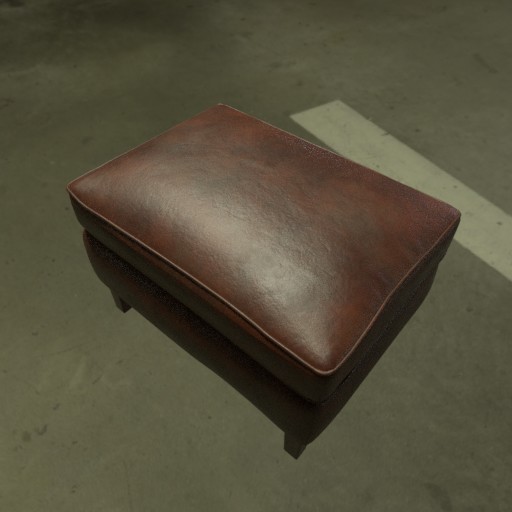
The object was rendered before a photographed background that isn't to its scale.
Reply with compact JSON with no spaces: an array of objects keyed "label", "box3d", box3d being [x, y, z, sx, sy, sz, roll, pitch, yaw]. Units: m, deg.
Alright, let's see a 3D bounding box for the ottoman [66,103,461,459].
[{"label":"ottoman","box3d":[0.000,0.000,0.982,0.665,0.432,0.501,32,55,27]}]
